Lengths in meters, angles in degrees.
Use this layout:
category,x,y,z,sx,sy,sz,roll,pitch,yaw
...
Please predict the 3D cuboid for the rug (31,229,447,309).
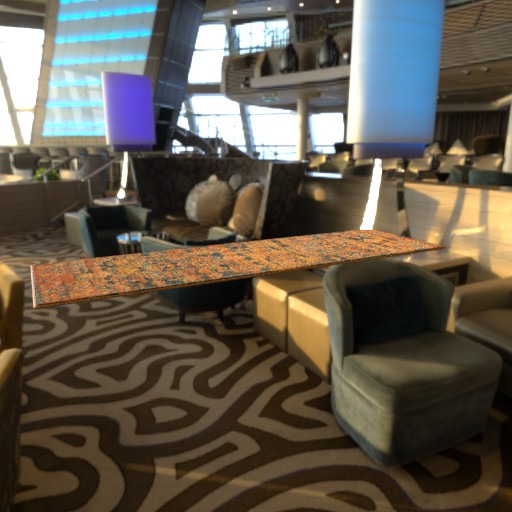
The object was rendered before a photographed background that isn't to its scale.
category,x,y,z,sx,sy,sz,roll,pitch,yaw
rug,0.000,0.000,2.004,1.820,0.013,0.556,-7,16,-26
